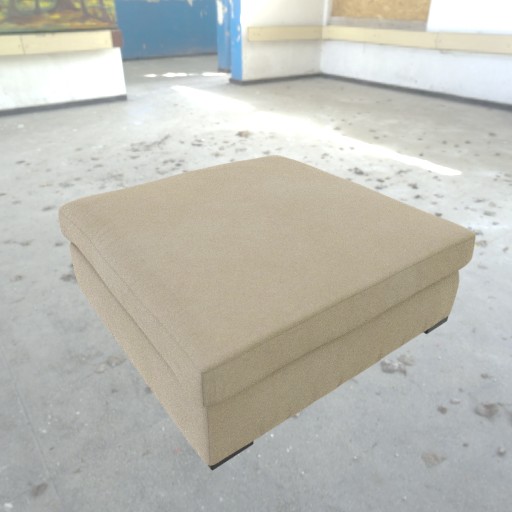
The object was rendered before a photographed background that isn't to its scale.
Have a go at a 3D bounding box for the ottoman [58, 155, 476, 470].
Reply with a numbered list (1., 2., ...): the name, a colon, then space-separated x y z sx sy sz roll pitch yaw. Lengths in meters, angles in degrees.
1. ottoman: 0.000 0.000 1.805 1.205 0.522 1.190 -21 36 -31
